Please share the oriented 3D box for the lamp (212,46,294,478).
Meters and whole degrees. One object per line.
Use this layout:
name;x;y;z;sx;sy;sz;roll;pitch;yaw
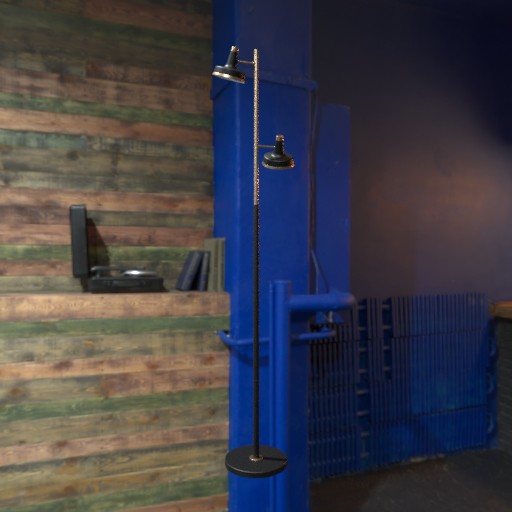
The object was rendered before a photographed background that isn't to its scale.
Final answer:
lamp;0.000;0.000;1.797;0.351;1.674;0.253;0;0;-17
